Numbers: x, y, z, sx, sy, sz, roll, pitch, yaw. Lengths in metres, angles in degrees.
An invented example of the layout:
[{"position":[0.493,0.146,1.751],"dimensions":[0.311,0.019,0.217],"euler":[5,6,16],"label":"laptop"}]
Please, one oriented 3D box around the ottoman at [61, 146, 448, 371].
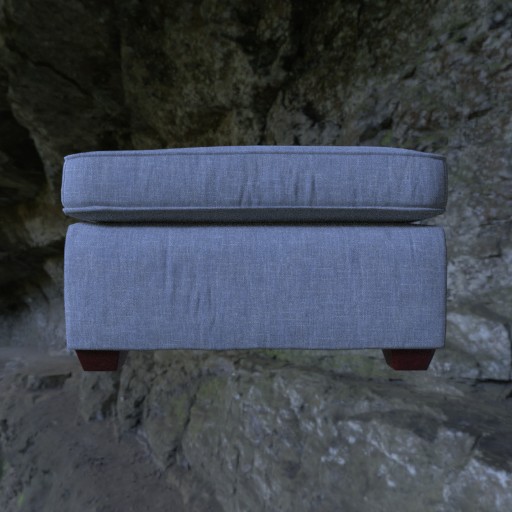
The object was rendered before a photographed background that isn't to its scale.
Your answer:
[{"position":[0.000,0.000,1.091],"dimensions":[0.762,0.457,0.559],"euler":[0,-1,-1],"label":"ottoman"}]
